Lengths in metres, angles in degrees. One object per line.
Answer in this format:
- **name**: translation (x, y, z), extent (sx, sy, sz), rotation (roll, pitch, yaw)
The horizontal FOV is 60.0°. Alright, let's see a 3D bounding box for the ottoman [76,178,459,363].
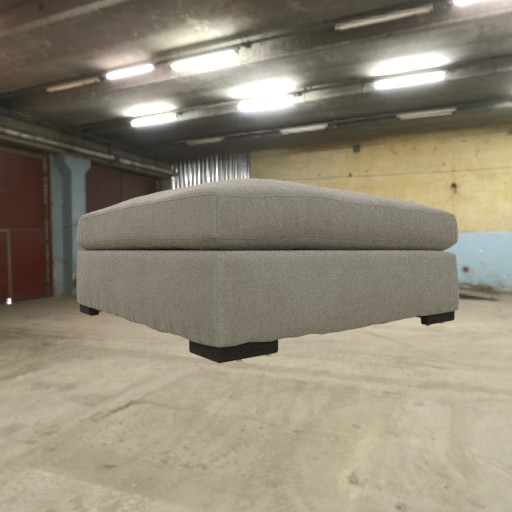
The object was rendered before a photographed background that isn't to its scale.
- **ottoman**: translation (0.000, 0.000, 1.857), extent (1.171, 0.517, 1.203), rotation (-1, 1, -37)
